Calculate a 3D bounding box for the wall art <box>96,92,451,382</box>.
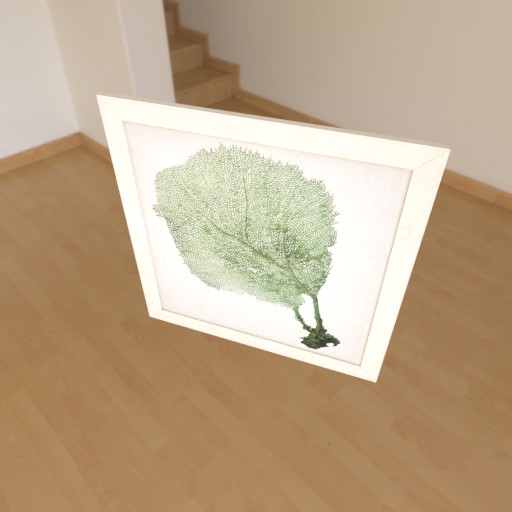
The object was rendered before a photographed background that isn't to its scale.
[{"bbox_3d":[0.000,0.000,0.895,0.584,0.584,0.013,13,43,15],"label":"wall art"}]
